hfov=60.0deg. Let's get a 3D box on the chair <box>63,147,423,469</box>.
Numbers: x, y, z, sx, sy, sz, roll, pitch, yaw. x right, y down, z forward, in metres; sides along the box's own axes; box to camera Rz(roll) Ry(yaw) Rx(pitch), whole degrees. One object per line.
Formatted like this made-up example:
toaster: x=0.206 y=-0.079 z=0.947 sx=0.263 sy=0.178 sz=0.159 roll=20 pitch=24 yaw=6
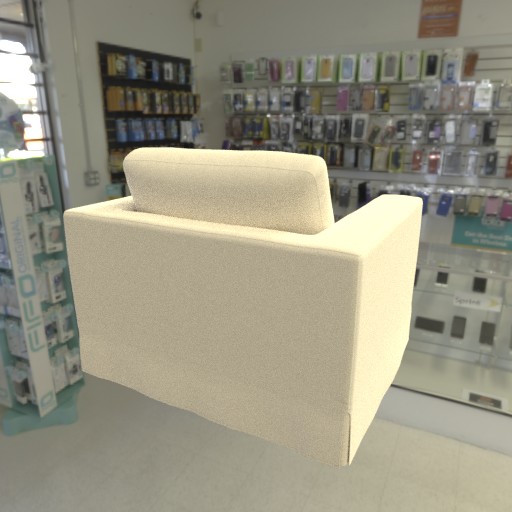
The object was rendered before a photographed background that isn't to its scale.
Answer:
chair: x=0.000 y=0.000 z=1.806 sx=1.150 sy=0.878 sz=0.957 roll=10 pitch=20 yaw=27
